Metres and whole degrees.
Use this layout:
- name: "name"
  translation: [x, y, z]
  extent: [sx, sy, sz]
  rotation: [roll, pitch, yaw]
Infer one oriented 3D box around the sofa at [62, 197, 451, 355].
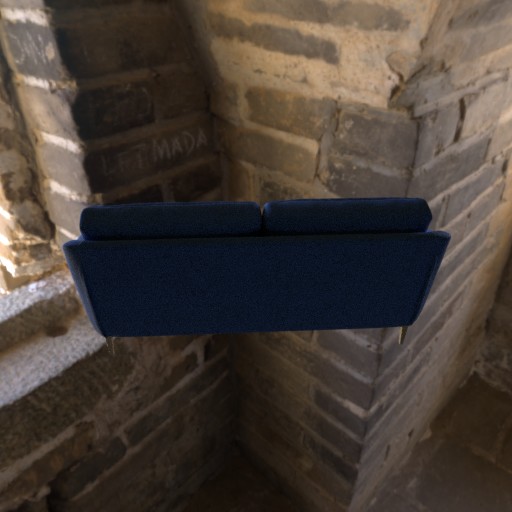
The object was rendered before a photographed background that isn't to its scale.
- name: "sofa"
  translation: [0.000, 0.000, 2.622]
  extent: [2.036, 0.903, 0.960]
  rotation: [-2, 30, -3]
